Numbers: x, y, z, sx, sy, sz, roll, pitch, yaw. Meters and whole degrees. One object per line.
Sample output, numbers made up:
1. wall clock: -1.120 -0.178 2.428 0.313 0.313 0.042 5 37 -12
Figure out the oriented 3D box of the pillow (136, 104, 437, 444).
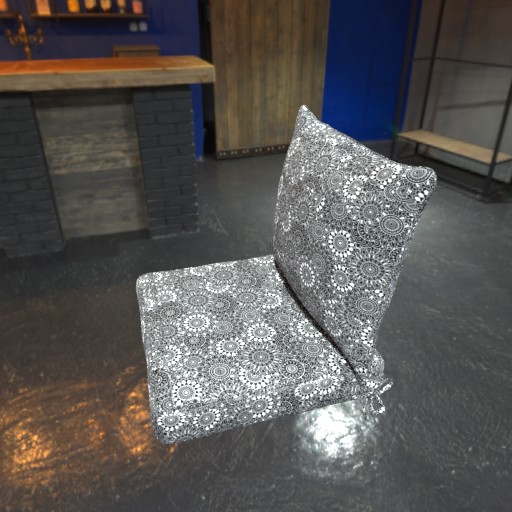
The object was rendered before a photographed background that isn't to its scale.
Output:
1. pillow: 0.000 0.000 1.343 0.740 0.722 0.798 -8 31 -14
